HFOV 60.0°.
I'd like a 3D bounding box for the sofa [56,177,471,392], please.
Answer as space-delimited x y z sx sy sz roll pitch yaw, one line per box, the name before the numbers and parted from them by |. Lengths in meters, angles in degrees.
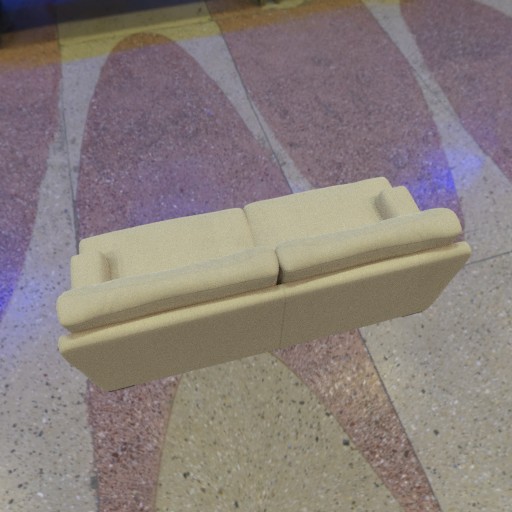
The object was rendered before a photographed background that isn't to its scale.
sofa | 0.000 0.000 2.667 2.147 0.925 0.929 -13 59 -8
